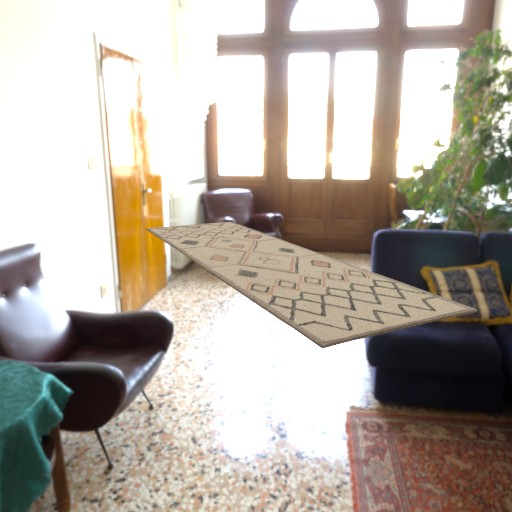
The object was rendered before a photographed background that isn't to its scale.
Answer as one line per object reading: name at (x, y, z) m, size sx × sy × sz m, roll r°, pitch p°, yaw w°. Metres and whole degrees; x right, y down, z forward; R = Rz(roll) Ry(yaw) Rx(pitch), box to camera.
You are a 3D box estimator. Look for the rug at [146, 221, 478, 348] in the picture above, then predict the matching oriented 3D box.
rug at (0.000, 0.000, 2.652) m, size 0.750 × 0.011 × 2.435 m, roll -7°, pitch 15°, yaw -26°
